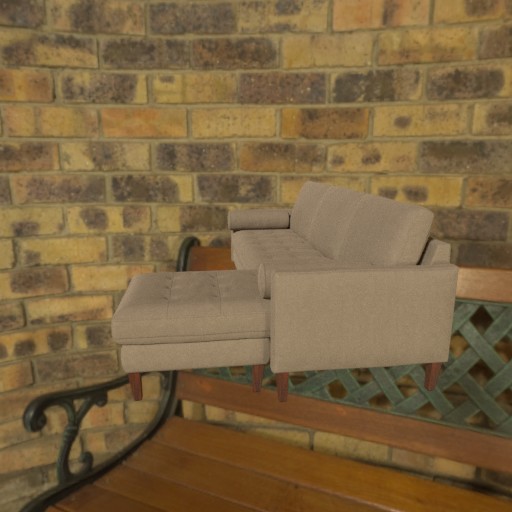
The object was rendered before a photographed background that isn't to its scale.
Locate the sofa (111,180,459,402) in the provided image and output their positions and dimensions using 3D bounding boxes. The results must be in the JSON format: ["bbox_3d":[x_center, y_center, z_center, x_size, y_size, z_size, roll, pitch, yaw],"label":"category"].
[{"bbox_3d":[0.000,0.000,2.914,1.506,0.875,2.178,-2,13,-8],"label":"sofa"}]
